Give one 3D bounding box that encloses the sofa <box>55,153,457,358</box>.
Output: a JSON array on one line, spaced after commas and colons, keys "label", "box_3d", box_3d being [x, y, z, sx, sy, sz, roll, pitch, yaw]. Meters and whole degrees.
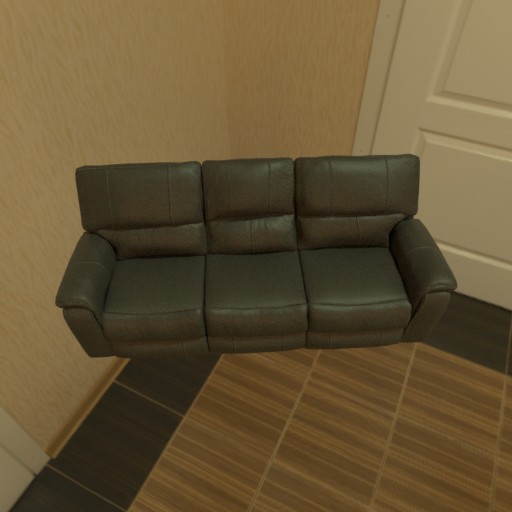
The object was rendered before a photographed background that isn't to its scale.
[{"label": "sofa", "box_3d": [0.000, 0.000, 3.256, 2.627, 1.134, 1.104, -2, 47, -2]}]
